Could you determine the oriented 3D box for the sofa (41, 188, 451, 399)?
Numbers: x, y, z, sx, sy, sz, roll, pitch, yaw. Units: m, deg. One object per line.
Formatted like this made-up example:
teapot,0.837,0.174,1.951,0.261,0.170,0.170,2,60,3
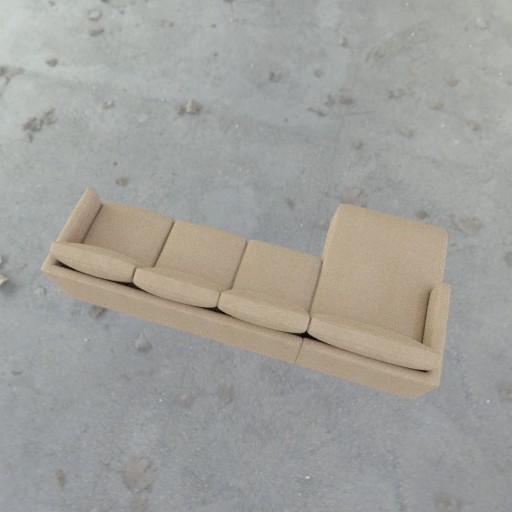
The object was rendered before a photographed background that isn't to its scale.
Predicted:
sofa,0.000,0.000,3.862,3.201,0.876,1.502,15,65,7
